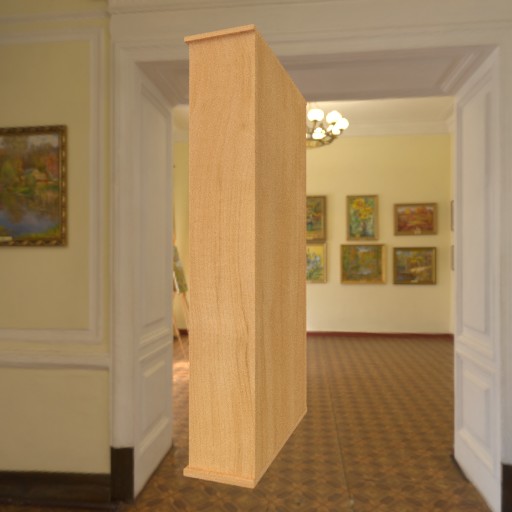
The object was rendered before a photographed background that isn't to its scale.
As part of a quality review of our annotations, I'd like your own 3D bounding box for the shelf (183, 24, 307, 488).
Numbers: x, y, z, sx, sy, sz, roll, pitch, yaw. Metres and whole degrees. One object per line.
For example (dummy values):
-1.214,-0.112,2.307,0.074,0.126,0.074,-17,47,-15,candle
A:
0.000,0.000,1.252,0.175,1.030,0.520,0,0,19,shelf
